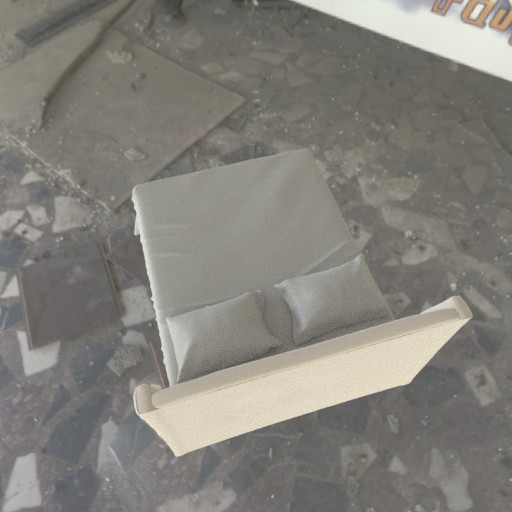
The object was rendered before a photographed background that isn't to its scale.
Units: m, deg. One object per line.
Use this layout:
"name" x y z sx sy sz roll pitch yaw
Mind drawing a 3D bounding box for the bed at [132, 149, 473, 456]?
"bed" 0.000 0.000 3.466 1.925 1.332 2.276 -14 59 -9
